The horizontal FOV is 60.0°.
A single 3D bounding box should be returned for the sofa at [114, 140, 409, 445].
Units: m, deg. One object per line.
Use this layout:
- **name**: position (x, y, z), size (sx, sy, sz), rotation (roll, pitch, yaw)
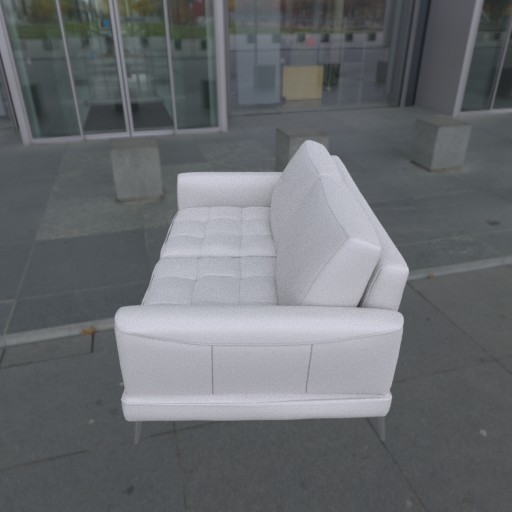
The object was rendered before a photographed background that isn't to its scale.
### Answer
- **sofa**: position (0.000, 0.000, 2.421), size (1.121, 0.930, 1.819), rotation (0, 28, -1)
